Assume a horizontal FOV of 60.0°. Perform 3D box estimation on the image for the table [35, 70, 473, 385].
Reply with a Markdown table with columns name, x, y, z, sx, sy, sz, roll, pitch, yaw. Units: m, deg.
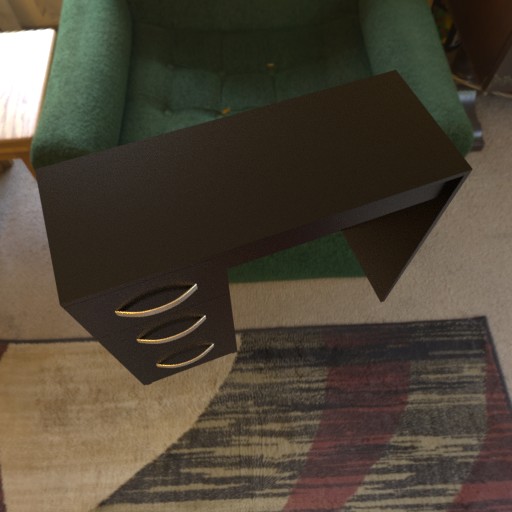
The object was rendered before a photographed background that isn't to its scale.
| name | x | y | z | sx | sy | sz | roll | pitch | yaw |
| --- | --- | --- | --- | --- | --- | --- | --- | --- | --- |
| table | 0.000 | 0.000 | 1.349 | 0.930 | 0.790 | 0.380 | -19 | 64 | -10 |
